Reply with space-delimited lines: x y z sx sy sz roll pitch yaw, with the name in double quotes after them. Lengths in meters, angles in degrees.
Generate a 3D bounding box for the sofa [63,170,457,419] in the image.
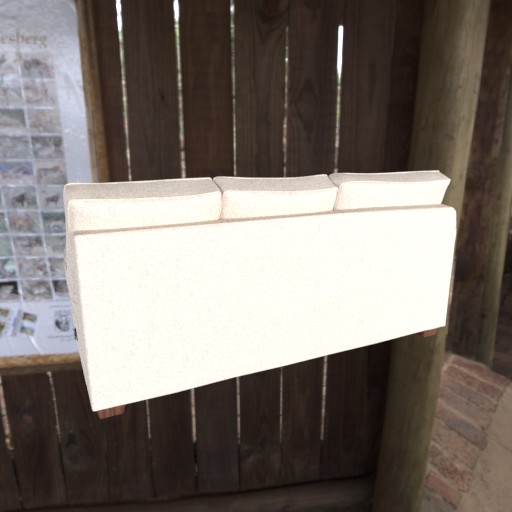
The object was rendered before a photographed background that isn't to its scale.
0.000 0.000 2.481 1.962 0.946 1.034 -7 16 -25 "sofa"
